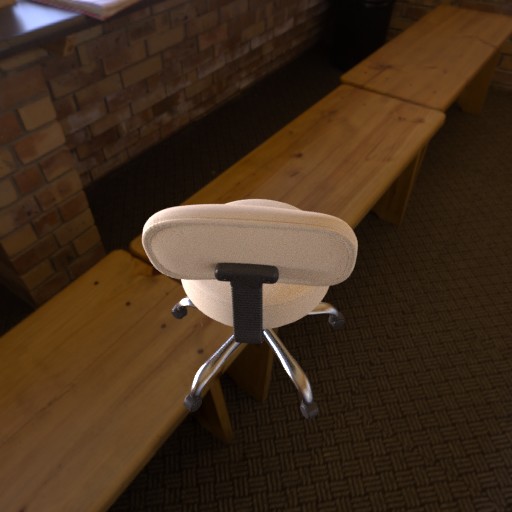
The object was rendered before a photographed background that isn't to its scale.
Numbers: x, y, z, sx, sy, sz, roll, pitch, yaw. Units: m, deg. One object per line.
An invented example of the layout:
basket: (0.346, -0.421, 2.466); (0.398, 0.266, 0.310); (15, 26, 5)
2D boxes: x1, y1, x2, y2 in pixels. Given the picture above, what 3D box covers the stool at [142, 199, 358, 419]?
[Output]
stool: (0.000, 0.000, 1.221); (0.609, 0.810, 0.616); (3, 46, 3)
